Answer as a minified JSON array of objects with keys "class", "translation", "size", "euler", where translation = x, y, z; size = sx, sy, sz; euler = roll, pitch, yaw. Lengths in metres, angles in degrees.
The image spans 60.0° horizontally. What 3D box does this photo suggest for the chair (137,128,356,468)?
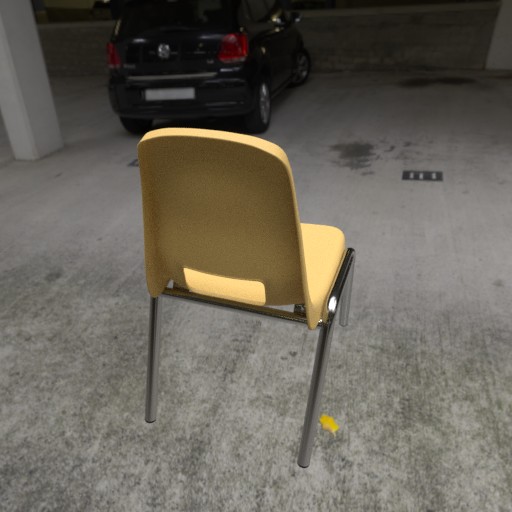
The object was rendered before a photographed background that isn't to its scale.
[{"class":"chair","translation":[0.000,0.000,0.839],"size":[0.354,0.586,0.423],"euler":[10,34,15]}]
